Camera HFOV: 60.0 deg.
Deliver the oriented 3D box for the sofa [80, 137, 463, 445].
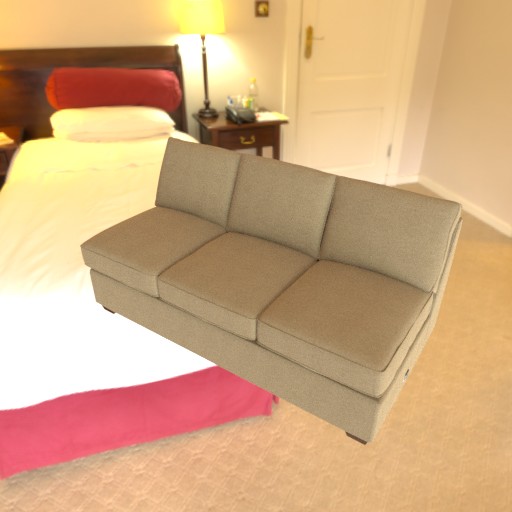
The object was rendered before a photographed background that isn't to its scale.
[{"bbox_3d":[0.000,0.000,2.776,2.092,1.036,1.127,19,35,29],"label":"sofa"}]
